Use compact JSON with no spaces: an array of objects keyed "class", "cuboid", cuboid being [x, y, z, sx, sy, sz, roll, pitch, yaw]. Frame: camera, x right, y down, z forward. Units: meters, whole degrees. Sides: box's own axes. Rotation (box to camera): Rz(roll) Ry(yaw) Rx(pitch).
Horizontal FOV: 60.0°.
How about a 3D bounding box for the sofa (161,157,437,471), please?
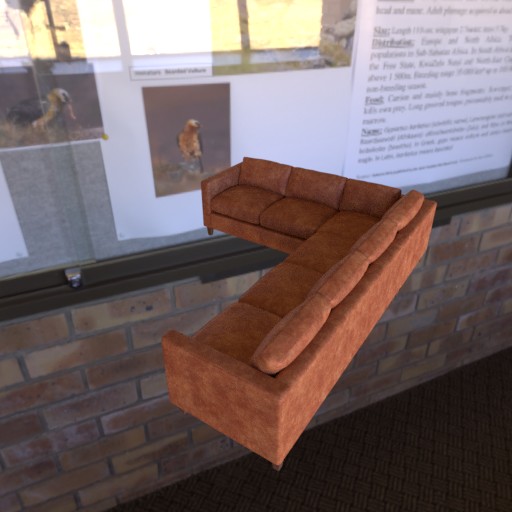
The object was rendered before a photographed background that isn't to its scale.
[{"class":"sofa","cuboid":[0.000,0.000,4.203,2.438,0.838,3.150,19,35,29]}]
